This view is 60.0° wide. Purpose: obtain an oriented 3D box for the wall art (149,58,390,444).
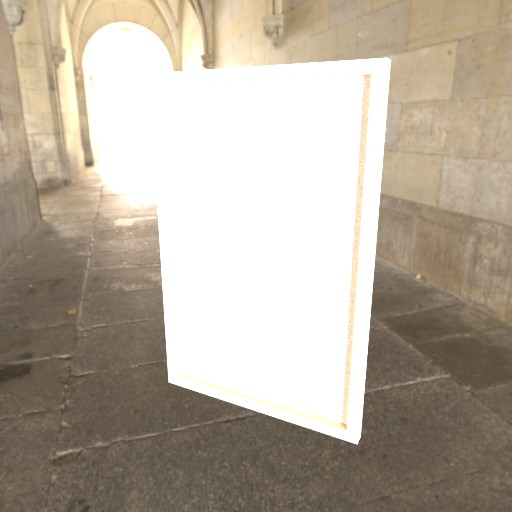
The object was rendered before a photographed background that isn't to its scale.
[{"bbox_3d":[0.000,0.000,1.159,0.607,0.912,0.038,9,19,27],"label":"wall art"}]
